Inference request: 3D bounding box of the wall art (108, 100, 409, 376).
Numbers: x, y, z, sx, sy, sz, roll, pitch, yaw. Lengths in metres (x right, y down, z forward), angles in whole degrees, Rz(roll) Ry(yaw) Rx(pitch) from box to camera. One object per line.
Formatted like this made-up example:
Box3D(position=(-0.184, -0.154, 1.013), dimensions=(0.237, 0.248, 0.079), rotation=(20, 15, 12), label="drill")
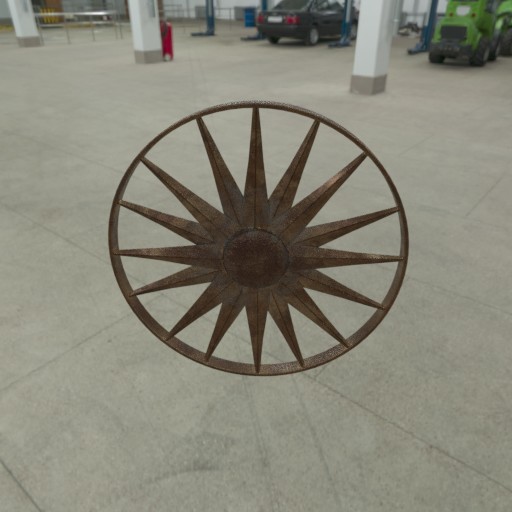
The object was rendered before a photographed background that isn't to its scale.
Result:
Box3D(position=(0.000, 0.000, 0.879), dimensions=(0.582, 0.583, 0.084), rotation=(2, 31, 3), label="wall art")
